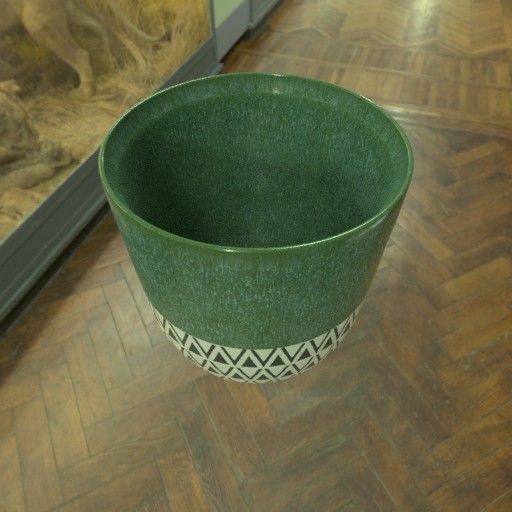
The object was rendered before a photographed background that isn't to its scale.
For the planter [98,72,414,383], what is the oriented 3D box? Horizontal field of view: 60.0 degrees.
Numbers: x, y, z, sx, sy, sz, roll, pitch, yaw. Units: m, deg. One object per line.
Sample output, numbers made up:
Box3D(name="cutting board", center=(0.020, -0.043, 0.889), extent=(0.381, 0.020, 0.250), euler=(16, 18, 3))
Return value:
Box3D(name="planter", center=(0.000, 0.000, 0.358), extent=(0.195, 0.214, 0.195), euler=(0, 47, 0))
